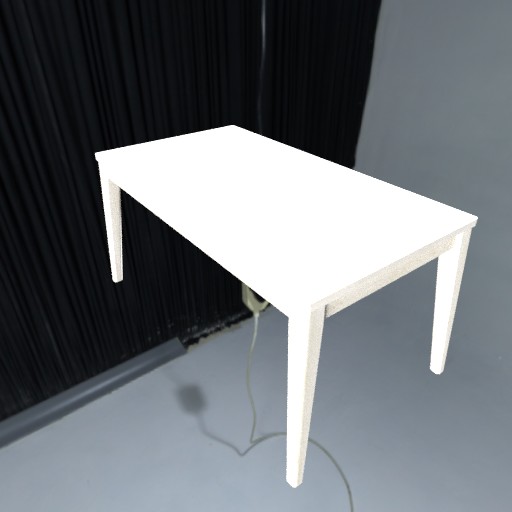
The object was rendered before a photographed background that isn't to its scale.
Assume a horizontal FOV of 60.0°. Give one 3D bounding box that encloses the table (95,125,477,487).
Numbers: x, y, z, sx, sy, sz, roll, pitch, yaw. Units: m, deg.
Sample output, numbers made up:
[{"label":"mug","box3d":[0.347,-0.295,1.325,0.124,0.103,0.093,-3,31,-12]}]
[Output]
[{"label":"table","box3d":[0.000,0.000,2.095,0.900,0.760,1.600,-22,38,-31]}]
